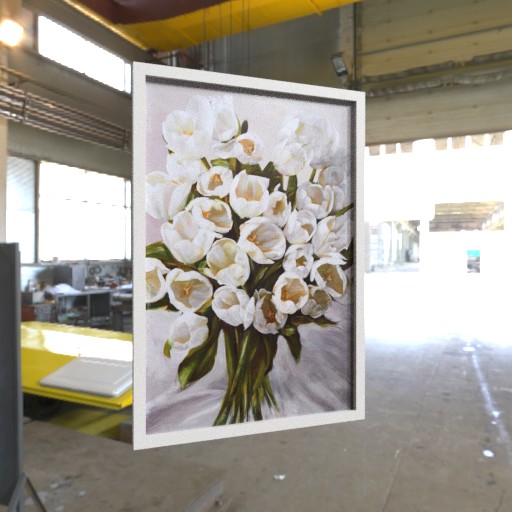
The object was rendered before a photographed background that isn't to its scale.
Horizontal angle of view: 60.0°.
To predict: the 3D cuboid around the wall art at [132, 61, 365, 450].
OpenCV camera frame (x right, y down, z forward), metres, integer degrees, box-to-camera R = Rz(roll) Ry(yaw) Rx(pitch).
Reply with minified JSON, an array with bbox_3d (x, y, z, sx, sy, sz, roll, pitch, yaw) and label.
[{"bbox_3d":[0.000,0.000,0.838,0.450,0.657,0.038,0,0,-18],"label":"wall art"}]
